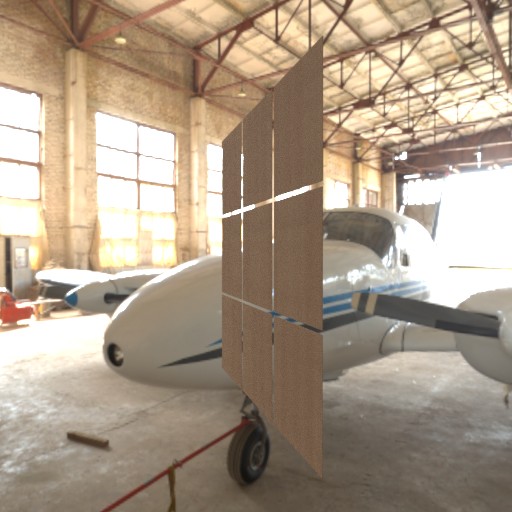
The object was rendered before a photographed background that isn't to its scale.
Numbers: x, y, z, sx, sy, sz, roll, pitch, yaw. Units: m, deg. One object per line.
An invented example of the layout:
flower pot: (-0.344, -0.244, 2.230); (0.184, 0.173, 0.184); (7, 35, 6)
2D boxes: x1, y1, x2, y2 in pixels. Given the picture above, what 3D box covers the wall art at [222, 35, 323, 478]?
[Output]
wall art: (0.000, 0.000, 2.230); (0.002, 1.505, 1.517); (0, 1, -17)
